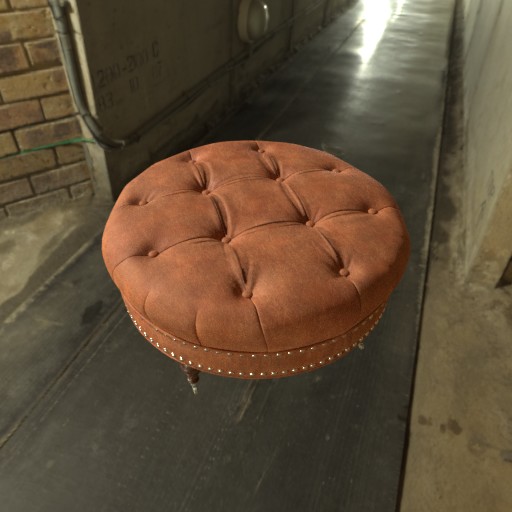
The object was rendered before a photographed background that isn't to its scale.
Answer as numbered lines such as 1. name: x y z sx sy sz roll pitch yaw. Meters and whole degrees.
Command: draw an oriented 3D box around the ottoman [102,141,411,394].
1. ottoman: 0.000 0.000 1.413 0.901 0.444 0.901 0 41 0
